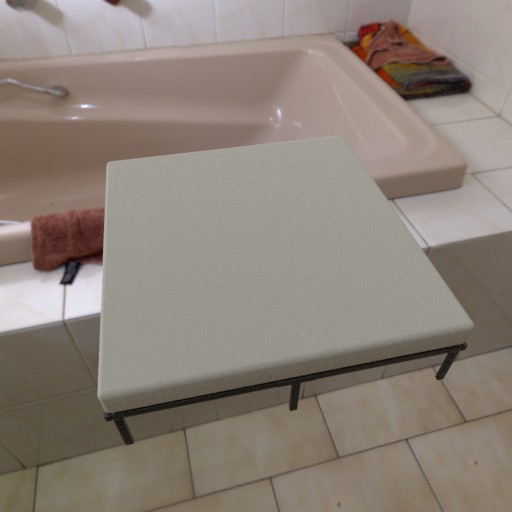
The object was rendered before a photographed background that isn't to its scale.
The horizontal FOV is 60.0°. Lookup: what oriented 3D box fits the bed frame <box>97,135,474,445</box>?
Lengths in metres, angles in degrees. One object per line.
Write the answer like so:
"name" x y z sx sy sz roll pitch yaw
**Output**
"bed frame" 0.000 0.000 3.949 2.526 0.680 2.635 -9 45 -9
